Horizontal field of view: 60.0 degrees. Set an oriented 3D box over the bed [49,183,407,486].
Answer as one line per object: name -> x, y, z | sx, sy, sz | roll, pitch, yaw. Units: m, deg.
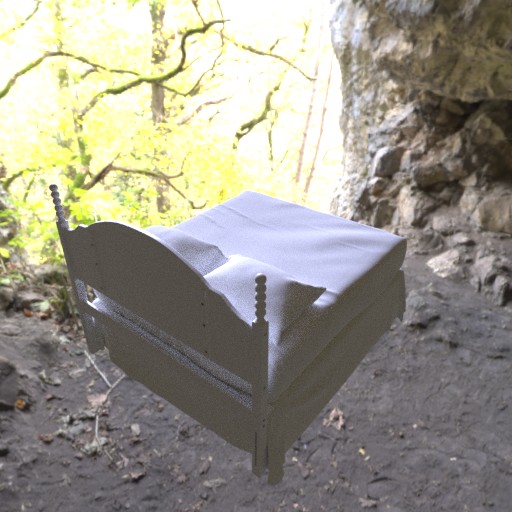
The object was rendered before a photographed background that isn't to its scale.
bed -> 0.000, 0.000, 3.272 | 1.873, 1.356, 2.040 | 22, 37, 32
